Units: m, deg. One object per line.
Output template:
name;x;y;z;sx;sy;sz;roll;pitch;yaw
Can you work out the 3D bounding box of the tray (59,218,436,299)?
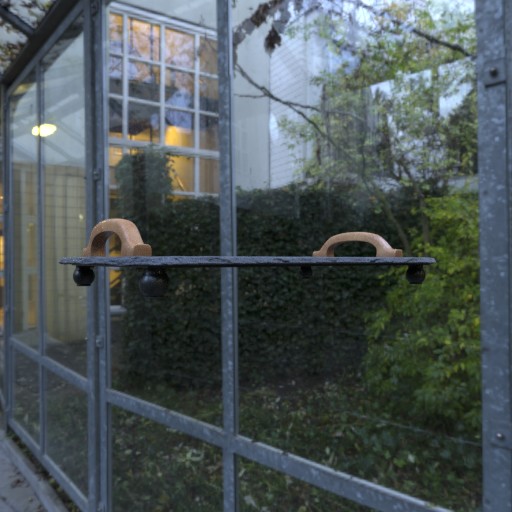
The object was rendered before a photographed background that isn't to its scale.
tray;0.000;0.000;0.476;0.387;0.062;0.231;0;-1;-36
